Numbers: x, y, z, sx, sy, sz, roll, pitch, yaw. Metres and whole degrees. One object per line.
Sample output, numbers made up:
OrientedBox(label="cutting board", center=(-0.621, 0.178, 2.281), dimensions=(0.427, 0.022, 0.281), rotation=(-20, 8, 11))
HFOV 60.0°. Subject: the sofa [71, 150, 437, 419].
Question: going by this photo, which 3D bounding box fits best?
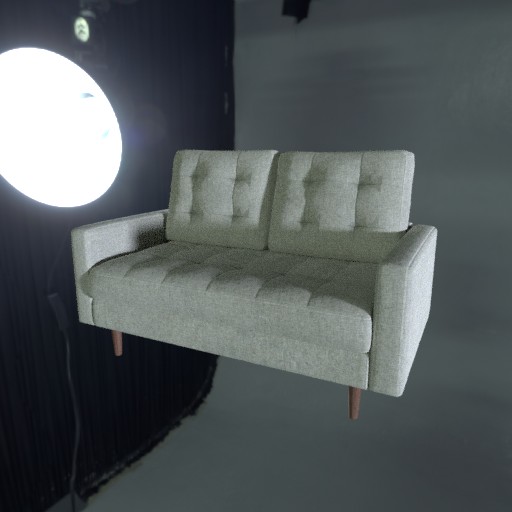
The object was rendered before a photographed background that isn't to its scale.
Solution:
OrientedBox(label="sofa", center=(0.000, 0.000, 1.951), dimensions=(1.407, 0.907, 0.842), rotation=(7, 15, 26))
